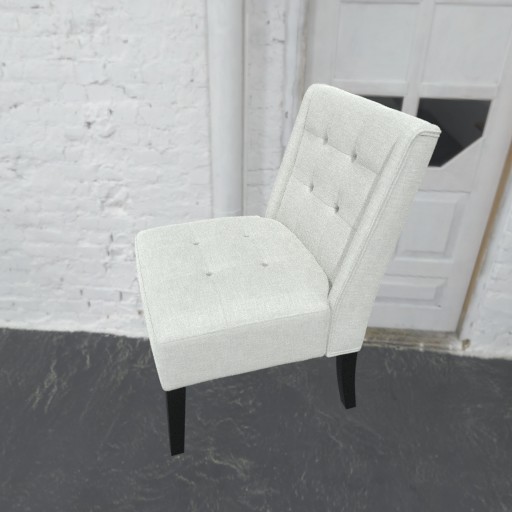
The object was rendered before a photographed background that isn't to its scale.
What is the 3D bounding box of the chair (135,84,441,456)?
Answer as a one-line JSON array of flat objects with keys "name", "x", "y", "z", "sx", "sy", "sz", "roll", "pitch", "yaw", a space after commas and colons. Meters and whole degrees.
[{"name": "chair", "x": 0.000, "y": 0.000, "z": 1.296, "sx": 0.676, "sy": 0.853, "sz": 0.569, "roll": -9, "pitch": 32, "yaw": -15}]
